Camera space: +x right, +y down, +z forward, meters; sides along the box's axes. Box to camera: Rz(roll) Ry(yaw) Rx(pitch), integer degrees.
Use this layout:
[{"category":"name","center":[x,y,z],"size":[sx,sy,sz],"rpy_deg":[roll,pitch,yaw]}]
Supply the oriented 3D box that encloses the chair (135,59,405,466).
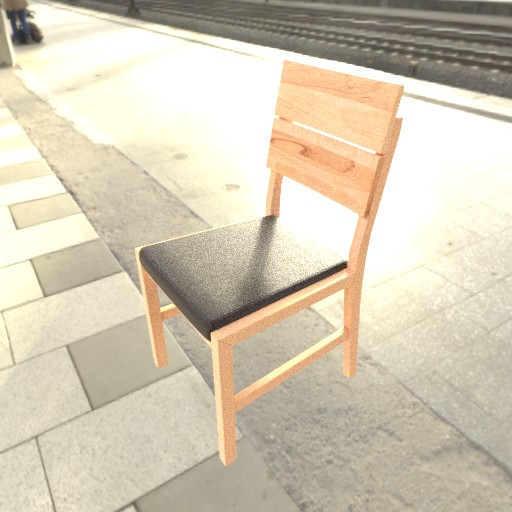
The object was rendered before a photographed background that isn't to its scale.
[{"category":"chair","center":[0.000,0.000,1.276],"size":[0.560,0.950,0.475],"rpy_deg":[-21,38,-29]}]
